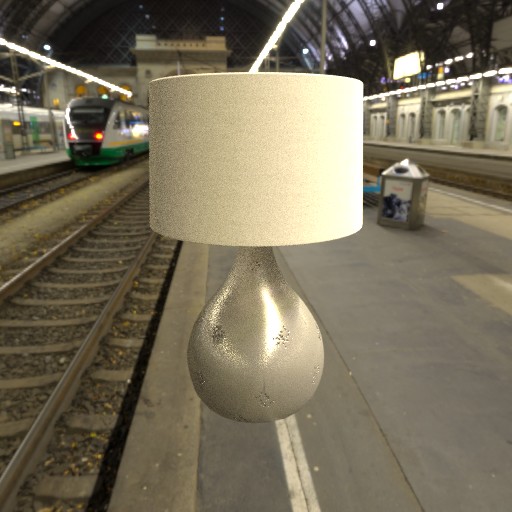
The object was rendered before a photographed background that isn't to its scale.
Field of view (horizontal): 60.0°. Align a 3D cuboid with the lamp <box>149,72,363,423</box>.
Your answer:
[{"bbox_3d":[0.000,0.000,0.722,0.330,0.521,0.330,0,16,0],"label":"lamp"}]
